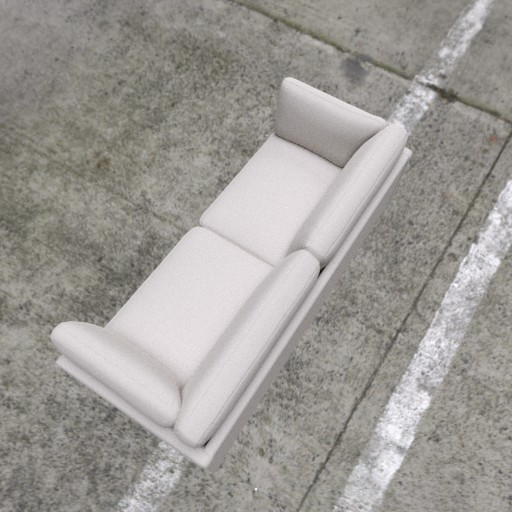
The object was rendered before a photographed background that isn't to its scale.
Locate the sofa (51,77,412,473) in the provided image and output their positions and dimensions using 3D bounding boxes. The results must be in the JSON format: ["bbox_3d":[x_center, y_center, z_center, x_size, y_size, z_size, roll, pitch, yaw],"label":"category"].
[{"bbox_3d":[0.000,0.000,2.720,0.957,0.863,2.301,31,66,15],"label":"sofa"}]
